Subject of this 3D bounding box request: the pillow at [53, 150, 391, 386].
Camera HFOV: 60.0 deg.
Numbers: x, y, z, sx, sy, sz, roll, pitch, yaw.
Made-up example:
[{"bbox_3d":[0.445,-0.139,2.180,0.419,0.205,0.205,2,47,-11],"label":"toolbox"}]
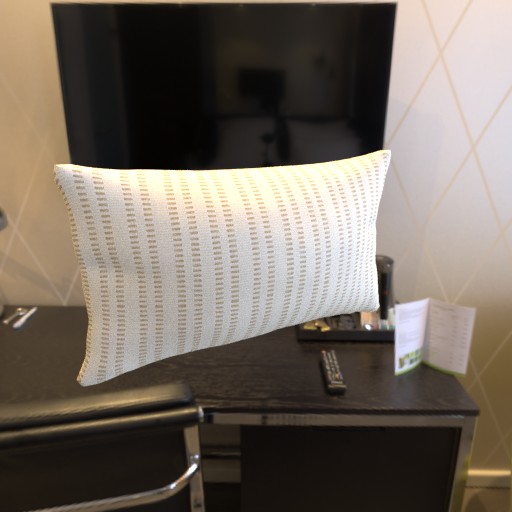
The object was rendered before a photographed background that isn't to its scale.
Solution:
[{"bbox_3d":[0.000,0.000,0.799,0.640,0.353,0.210,-9,19,-28],"label":"pillow"}]
